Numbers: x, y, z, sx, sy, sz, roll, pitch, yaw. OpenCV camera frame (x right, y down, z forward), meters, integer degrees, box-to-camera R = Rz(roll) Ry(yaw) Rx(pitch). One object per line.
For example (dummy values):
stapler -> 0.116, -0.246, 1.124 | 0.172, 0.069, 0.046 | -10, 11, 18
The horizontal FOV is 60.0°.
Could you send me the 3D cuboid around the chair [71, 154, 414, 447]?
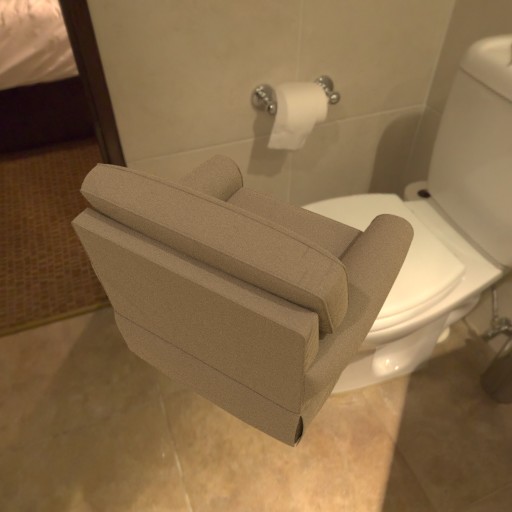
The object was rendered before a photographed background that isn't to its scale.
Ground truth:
chair -> 0.000, 0.000, 1.922 | 1.135, 1.017, 0.988 | 24, 50, 22
